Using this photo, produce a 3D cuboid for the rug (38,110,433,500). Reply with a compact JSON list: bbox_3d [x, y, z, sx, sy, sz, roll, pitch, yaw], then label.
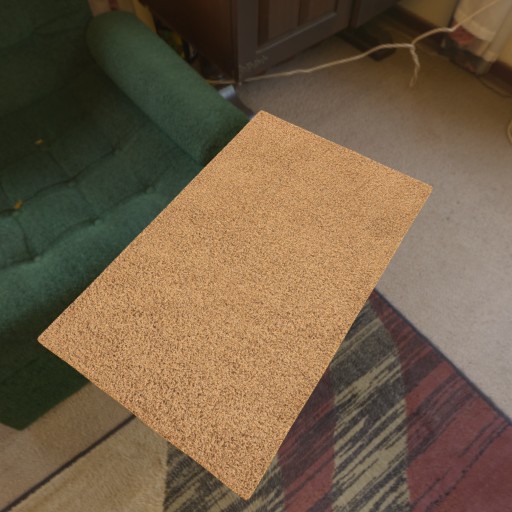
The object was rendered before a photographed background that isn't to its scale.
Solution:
[{"bbox_3d":[0.000,0.000,2.959,1.524,0.030,2.438,30,63,17],"label":"rug"}]
